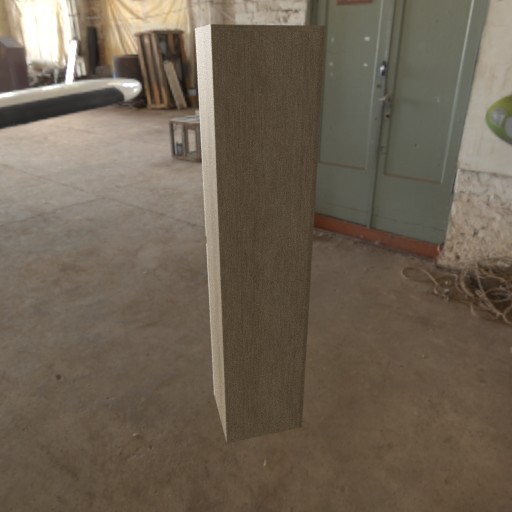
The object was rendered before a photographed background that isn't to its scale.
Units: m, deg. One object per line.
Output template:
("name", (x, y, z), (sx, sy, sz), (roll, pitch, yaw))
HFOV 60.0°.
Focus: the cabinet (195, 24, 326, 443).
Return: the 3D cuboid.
("cabinet", (0.000, 0.000, 1.524), (0.300, 1.400, 0.270), (-7, 26, -14))
